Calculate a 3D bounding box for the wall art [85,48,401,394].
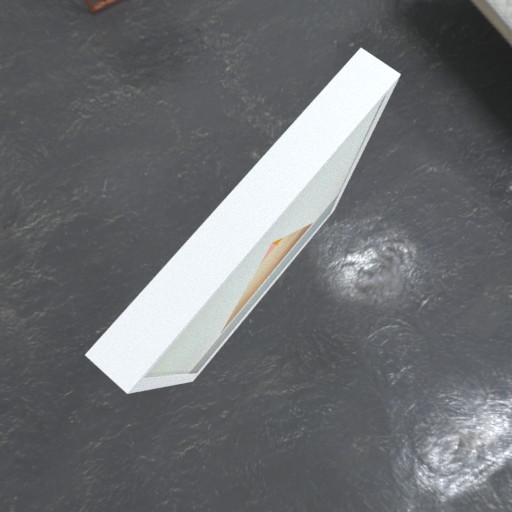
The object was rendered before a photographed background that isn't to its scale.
[{"bbox_3d":[0.000,0.000,0.463,0.038,0.304,0.305,39,79,9],"label":"wall art"}]
